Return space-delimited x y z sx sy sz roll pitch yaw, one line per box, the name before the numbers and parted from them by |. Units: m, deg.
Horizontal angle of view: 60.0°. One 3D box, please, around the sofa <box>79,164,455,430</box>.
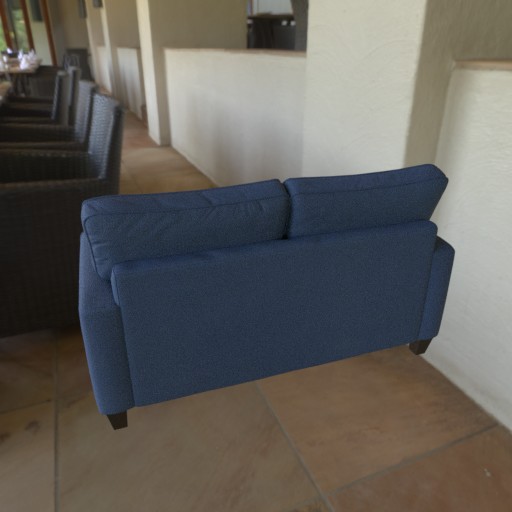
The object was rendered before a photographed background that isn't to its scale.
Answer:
sofa | 0.000 0.000 2.221 1.651 0.965 0.965 -8 27 -17
